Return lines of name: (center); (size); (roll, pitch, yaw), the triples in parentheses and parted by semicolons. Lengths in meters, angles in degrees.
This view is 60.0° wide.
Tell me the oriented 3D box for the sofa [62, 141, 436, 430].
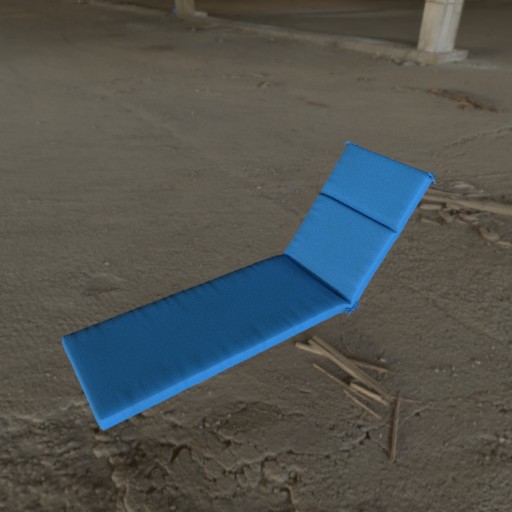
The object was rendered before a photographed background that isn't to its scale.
sofa: (0.000, 0.000, 1.963); (1.663, 0.622, 0.582); (-20, 38, -28)
